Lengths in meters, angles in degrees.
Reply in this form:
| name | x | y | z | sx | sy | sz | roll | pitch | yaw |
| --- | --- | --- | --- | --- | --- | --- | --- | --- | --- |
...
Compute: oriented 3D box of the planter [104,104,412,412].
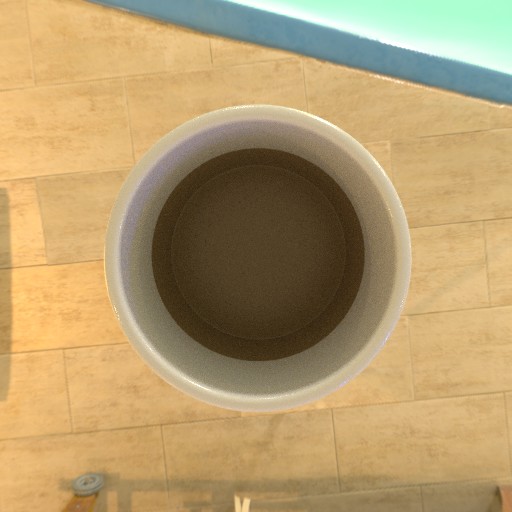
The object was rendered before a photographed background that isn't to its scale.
| name | x | y | z | sx | sy | sz | roll | pitch | yaw |
| --- | --- | --- | --- | --- | --- | --- | --- | --- | --- |
| planter | 0.000 | 0.000 | 0.642 | 0.310 | 0.432 | 0.310 | 0 | 92 | 1 |
